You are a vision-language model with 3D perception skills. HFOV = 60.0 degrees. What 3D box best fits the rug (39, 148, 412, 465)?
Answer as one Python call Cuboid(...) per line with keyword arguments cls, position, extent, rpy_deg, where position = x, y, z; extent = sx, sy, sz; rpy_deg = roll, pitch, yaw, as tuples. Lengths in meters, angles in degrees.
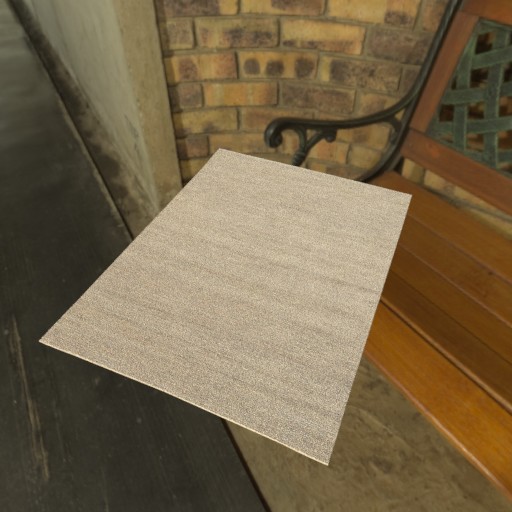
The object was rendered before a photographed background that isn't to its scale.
Cuboid(cls="rug", position=(0.000, 0.000, 4.838), extent=(2.757, 0.051, 3.626), rpy_deg=(17, 47, 17))
